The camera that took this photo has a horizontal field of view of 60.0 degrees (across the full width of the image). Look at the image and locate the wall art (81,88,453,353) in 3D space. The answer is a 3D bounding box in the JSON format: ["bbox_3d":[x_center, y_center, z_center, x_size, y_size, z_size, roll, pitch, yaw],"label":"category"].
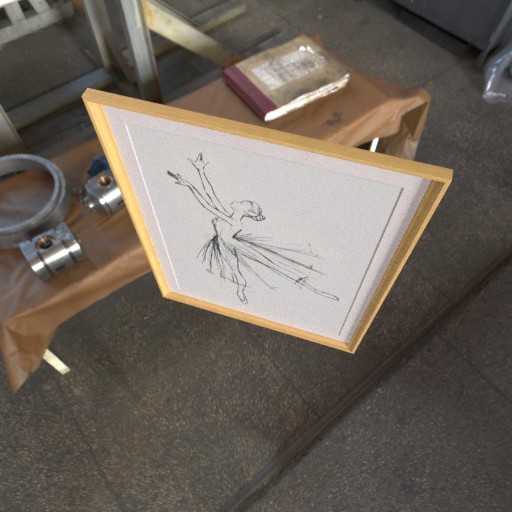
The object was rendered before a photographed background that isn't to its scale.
[{"bbox_3d":[0.000,0.000,1.349,0.798,1.002,0.030,15,60,9],"label":"wall art"}]
